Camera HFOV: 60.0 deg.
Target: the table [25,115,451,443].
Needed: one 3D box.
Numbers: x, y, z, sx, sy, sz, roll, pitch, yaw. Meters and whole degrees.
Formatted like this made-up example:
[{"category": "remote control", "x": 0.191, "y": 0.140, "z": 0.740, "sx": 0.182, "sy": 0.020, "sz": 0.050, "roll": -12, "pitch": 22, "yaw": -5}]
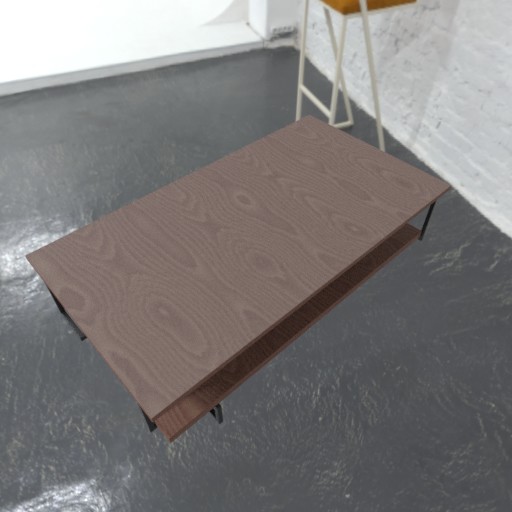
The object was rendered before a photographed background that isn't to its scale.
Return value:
[{"category": "table", "x": 0.000, "y": 0.000, "z": 1.507, "sx": 1.197, "sy": 0.347, "sz": 0.651, "roll": -33, "pitch": 55, "yaw": -28}]
